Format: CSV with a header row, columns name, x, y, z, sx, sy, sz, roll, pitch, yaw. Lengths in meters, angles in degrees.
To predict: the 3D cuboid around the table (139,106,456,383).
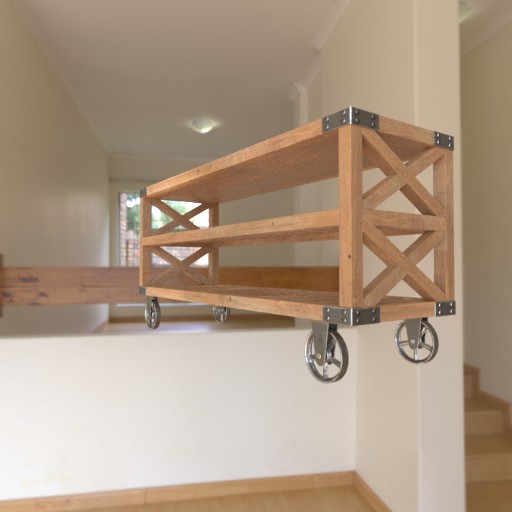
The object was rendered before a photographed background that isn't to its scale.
name,x,y,z,sx,sy,sz,roll,pitch,yaw
table,0.000,0.000,1.826,0.467,0.711,1.487,1,-2,-35
